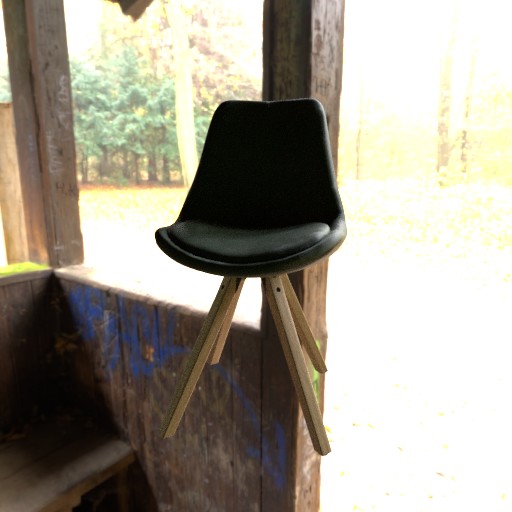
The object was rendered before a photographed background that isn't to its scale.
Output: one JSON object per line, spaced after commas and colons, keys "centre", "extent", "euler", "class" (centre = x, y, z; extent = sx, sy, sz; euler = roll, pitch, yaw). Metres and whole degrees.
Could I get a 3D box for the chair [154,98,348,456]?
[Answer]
{"centre": [0.000, 0.000, 1.207], "extent": [0.483, 0.865, 0.547], "euler": [2, 13, 9], "class": "chair"}
